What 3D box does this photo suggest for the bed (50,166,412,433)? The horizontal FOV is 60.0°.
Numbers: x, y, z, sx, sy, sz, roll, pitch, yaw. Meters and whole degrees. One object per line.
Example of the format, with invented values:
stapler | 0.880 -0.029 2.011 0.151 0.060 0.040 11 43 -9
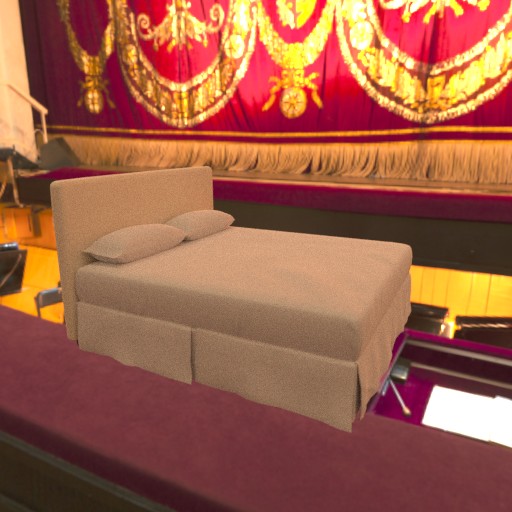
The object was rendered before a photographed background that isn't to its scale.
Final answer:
bed | 0.000 0.000 3.684 2.341 1.317 2.119 7 16 26
